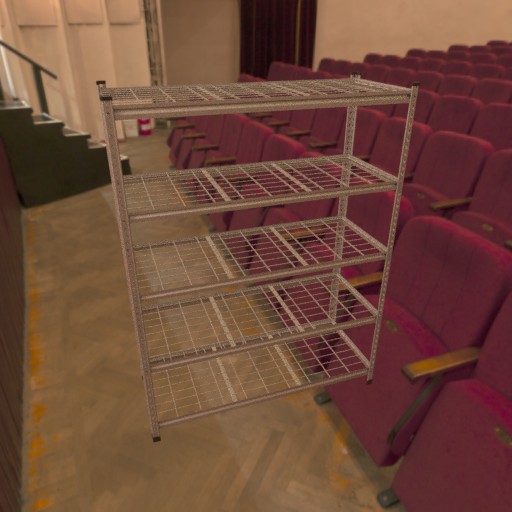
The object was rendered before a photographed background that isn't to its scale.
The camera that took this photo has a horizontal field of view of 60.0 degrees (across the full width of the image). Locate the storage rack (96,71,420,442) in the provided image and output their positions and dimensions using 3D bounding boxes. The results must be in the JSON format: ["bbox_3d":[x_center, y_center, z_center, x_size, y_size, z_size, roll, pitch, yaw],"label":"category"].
[{"bbox_3d":[0.000,0.000,2.690,1.524,1.981,0.610,-9,29,-17],"label":"storage rack"}]
